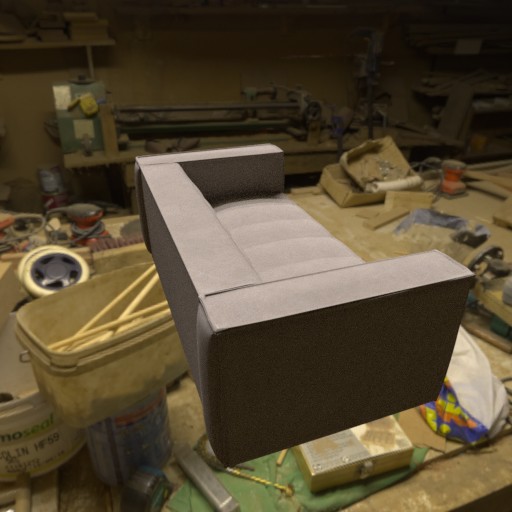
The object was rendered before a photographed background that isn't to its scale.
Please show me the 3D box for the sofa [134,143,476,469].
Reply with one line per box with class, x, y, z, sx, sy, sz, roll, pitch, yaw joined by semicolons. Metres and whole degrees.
sofa;0.000;0.000;2.408;1.038;0.680;1.995;-10;30;-18
